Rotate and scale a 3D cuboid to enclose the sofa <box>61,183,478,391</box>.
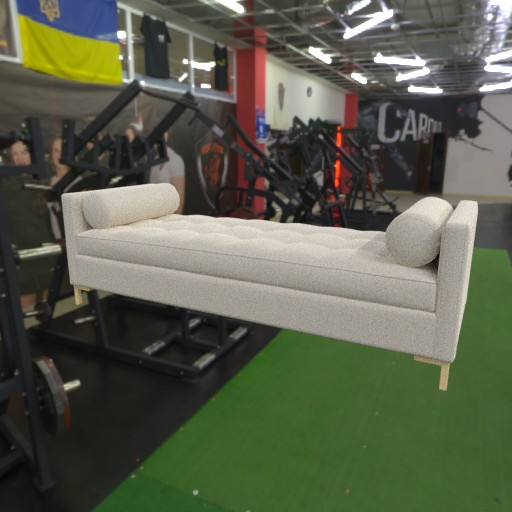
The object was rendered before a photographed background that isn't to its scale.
[{"bbox_3d":[0.000,0.000,2.289,1.985,0.641,0.746,7,16,27],"label":"sofa"}]
